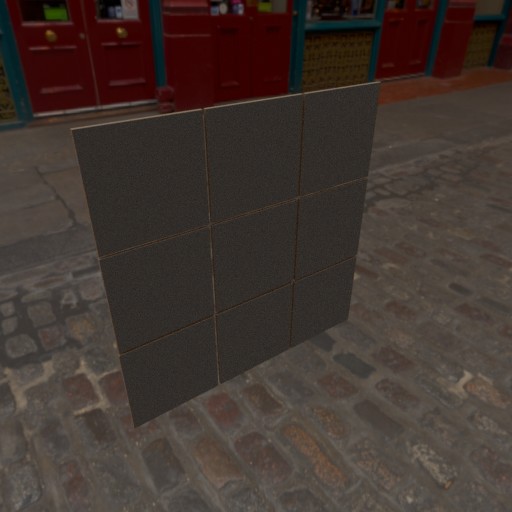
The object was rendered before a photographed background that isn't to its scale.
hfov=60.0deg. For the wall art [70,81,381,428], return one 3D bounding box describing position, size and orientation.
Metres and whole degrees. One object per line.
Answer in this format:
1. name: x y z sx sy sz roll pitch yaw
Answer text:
1. wall art: 0.000 0.000 2.253 1.527 1.521 0.017 -20 36 -30
